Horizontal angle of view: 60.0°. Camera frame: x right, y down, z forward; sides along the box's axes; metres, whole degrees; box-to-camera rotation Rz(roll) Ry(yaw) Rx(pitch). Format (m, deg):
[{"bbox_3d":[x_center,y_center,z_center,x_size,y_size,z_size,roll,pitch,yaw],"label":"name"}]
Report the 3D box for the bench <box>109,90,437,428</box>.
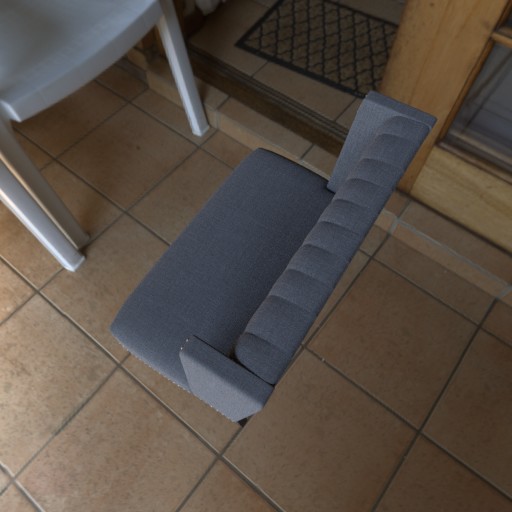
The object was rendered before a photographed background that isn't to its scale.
[{"bbox_3d":[0.000,0.000,2.029,0.842,1.121,1.276,30,66,15],"label":"bench"}]
